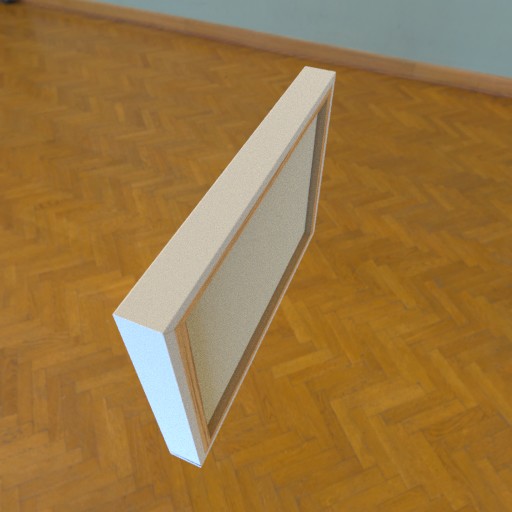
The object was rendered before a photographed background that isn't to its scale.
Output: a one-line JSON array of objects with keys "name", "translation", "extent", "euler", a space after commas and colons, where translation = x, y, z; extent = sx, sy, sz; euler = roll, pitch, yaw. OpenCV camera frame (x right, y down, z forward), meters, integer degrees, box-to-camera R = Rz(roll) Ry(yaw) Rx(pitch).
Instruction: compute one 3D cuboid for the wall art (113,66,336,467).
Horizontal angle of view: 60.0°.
[{"name": "wall art", "translation": [0.000, 0.000, 0.492], "extent": [0.038, 0.259, 0.381], "euler": [18, 50, 15]}]
